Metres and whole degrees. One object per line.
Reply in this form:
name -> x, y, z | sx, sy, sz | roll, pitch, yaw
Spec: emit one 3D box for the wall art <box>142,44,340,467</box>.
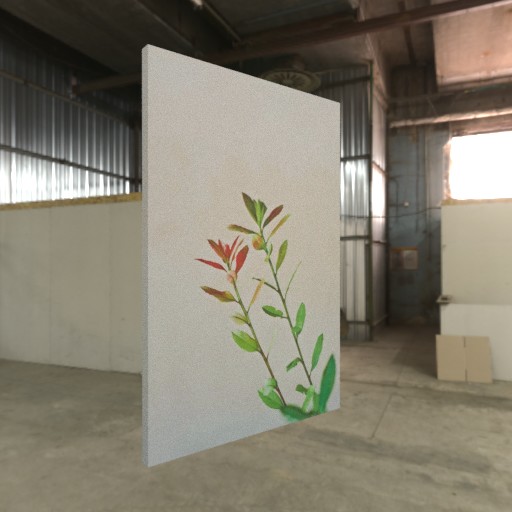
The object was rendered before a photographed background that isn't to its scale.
wall art -> 0.000, 0.000, 1.442 | 0.764, 1.143, 0.038 | 0, 0, -37
